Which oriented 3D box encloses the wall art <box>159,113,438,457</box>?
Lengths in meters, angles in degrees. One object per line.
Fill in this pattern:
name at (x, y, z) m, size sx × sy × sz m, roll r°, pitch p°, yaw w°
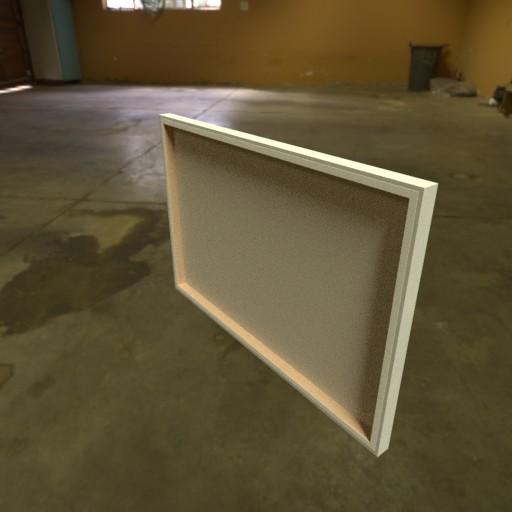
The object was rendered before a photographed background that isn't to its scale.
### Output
wall art at (0.000, 0.000, 1.167) m, size 0.038 × 0.610 × 0.915 m, roll -19°, pitch 32°, yaw -33°
